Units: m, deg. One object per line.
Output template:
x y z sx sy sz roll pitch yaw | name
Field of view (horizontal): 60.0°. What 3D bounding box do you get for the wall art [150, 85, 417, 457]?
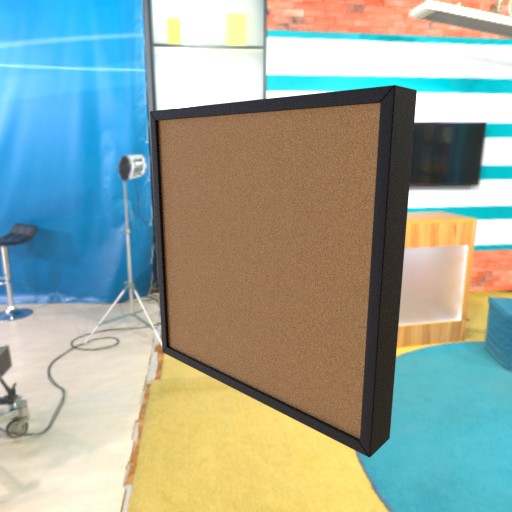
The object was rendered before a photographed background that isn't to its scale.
0.000 0.000 0.463 0.305 0.305 0.037 12 18 42 | wall art
